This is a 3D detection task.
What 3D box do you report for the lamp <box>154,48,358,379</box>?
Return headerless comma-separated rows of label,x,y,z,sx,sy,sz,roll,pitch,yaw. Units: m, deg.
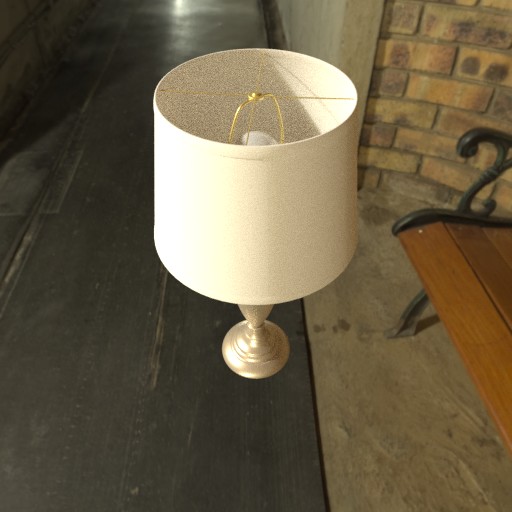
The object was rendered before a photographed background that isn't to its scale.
lamp,0.000,0.000,0.781,0.328,0.612,0.328,0,47,0
